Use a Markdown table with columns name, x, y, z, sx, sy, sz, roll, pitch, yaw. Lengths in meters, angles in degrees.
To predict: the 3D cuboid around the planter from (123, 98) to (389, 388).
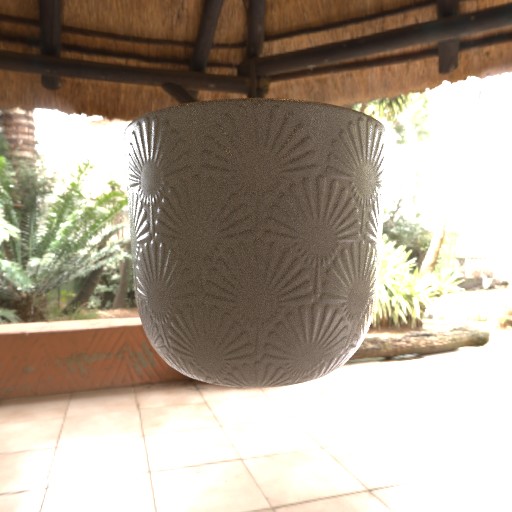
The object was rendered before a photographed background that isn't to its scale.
| name | x | y | z | sx | sy | sz | roll | pitch | yaw |
| --- | --- | --- | --- | --- | --- | --- | --- | --- | --- |
| planter | 0.000 | 0.000 | 0.295 | 0.170 | 0.152 | 0.170 | 0 | 0 | 0 |
